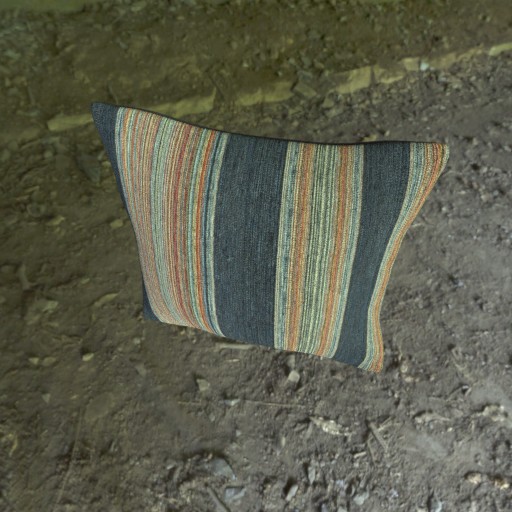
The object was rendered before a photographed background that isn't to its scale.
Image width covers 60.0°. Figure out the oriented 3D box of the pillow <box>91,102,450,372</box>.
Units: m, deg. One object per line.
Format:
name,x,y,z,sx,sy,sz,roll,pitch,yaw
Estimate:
pillow,0.000,0.000,0.649,0.437,0.419,0.136,11,43,12
